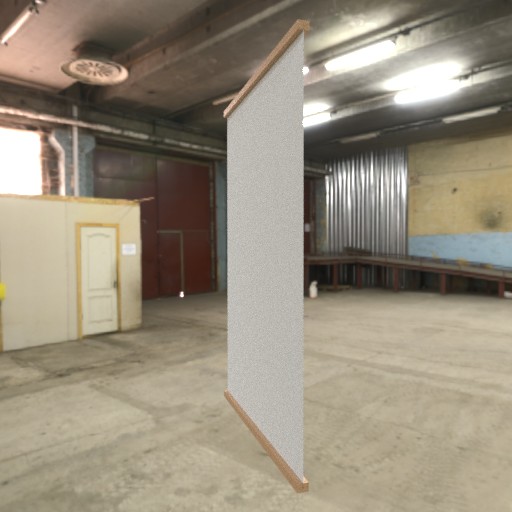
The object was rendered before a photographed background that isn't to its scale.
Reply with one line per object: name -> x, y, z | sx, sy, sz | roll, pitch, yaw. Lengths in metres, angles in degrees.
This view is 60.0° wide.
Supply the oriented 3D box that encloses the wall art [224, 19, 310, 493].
wall art -> 0.000, 0.000, 0.764 | 0.016, 0.611, 0.401 | 0, 1, -18
